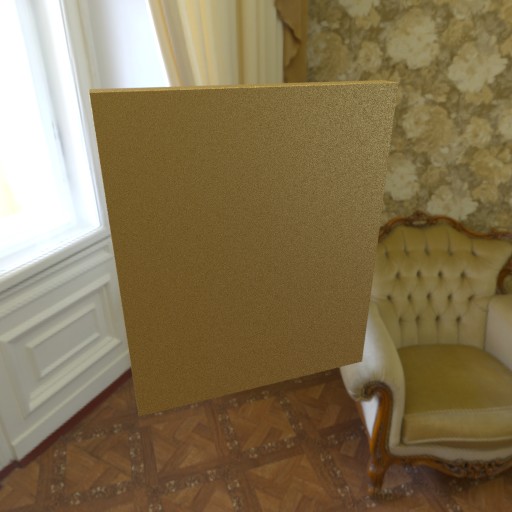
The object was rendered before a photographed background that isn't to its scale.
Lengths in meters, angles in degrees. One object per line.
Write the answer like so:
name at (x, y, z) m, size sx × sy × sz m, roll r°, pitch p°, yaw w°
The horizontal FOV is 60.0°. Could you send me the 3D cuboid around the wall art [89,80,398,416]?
wall art at (0.000, 0.000, 0.890) m, size 0.537 × 0.642 × 0.048 m, roll -9°, pitch 27°, yaw -17°
